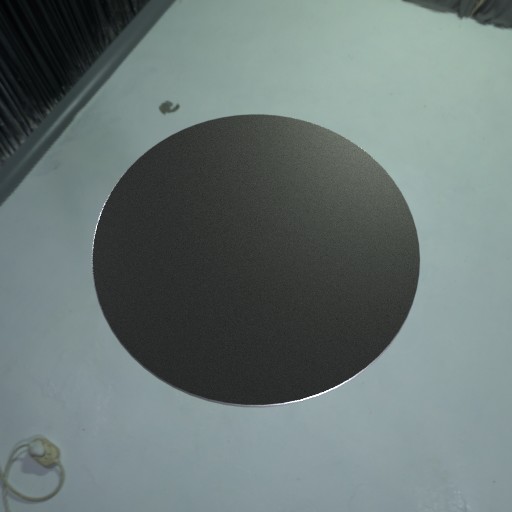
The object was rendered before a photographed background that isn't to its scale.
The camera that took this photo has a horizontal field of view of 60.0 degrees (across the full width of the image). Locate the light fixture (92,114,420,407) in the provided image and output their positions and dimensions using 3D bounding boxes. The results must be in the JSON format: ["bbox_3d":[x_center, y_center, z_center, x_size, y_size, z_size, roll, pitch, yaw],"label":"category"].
[{"bbox_3d":[0.000,0.000,0.545,0.368,0.100,0.368,0,64,0],"label":"light fixture"}]
